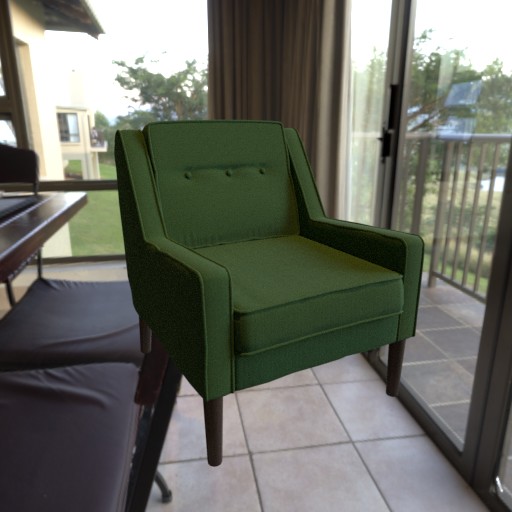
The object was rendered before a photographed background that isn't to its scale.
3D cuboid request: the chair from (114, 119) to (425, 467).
[{"bbox_3d":[0.000,0.000,1.346,0.663,0.792,0.743,-9,19,-27],"label":"chair"}]
